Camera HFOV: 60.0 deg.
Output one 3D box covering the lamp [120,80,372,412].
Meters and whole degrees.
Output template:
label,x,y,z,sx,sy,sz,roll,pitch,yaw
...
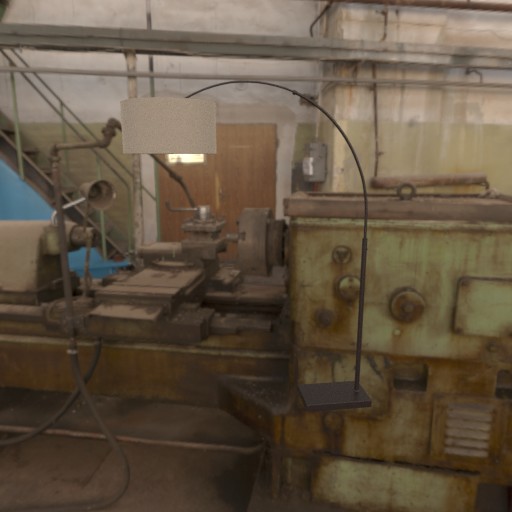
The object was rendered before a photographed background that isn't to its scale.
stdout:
label,x,y,z,sx,sy,sz,roll,pitch,yaw
lamp,0.000,0.000,2.590,1.424,1.927,0.493,-2,13,-8
